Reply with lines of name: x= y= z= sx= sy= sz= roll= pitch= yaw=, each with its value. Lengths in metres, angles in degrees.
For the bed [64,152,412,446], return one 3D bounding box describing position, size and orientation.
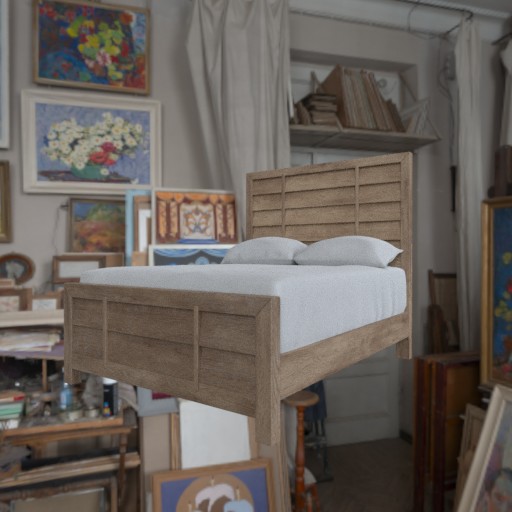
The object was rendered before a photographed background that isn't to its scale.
bed: x=0.000 y=0.000 z=3.189 sx=1.615 sy=1.631 sz=2.017 roll=0 pitch=1 yaw=36
